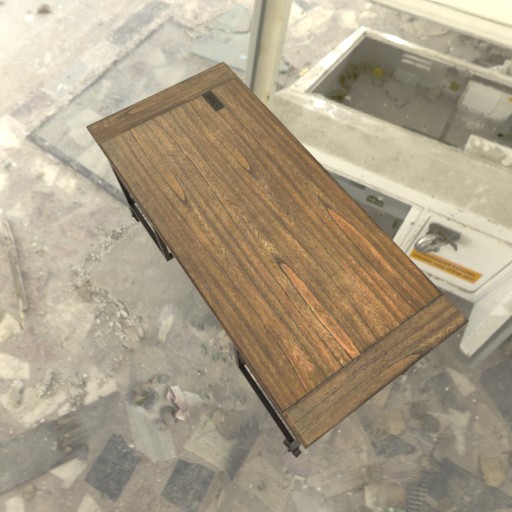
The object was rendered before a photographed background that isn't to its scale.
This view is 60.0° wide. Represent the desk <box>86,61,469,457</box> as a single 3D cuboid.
[{"bbox_3d":[0.000,0.000,2.057,0.711,0.751,1.590,-32,68,-15],"label":"desk"}]
